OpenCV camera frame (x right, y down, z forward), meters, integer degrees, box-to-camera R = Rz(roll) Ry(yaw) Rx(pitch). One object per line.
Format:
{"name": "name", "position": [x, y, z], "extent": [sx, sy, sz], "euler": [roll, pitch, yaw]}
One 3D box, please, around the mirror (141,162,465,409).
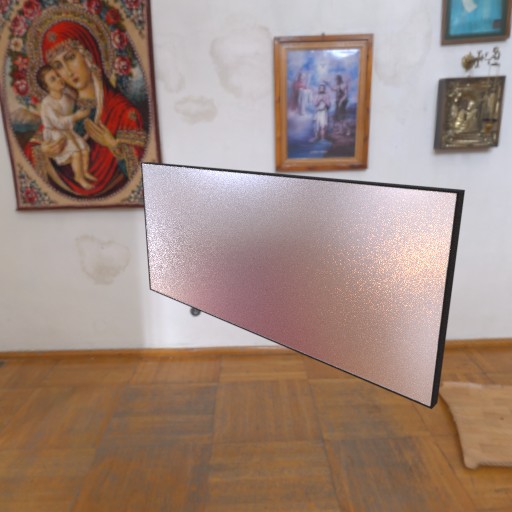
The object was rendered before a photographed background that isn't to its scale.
{"name": "mirror", "position": [0.000, 0.000, 1.853], "extent": [1.584, 0.692, 0.047], "euler": [15, 22, 41]}
